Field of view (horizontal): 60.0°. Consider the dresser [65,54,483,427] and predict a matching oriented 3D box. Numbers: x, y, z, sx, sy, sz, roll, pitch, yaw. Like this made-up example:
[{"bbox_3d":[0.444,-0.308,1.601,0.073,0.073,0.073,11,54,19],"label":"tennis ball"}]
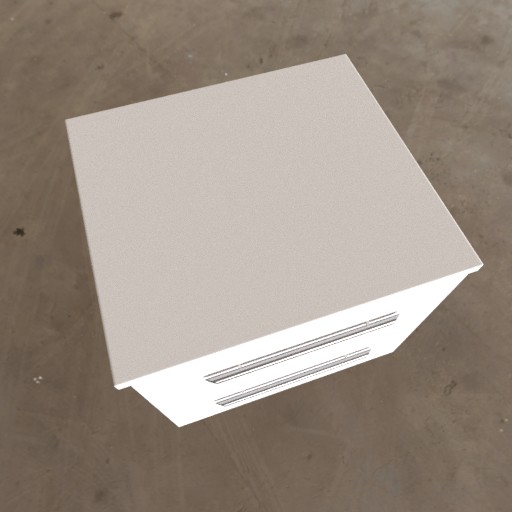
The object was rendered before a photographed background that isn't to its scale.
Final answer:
[{"bbox_3d":[0.000,0.000,0.722,0.430,0.360,0.400,-17,63,-9],"label":"dresser"}]
